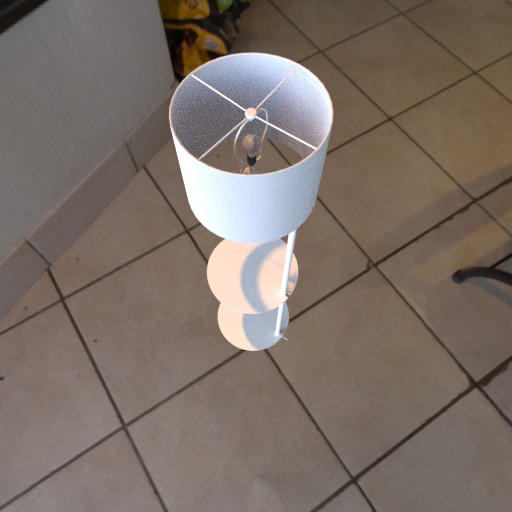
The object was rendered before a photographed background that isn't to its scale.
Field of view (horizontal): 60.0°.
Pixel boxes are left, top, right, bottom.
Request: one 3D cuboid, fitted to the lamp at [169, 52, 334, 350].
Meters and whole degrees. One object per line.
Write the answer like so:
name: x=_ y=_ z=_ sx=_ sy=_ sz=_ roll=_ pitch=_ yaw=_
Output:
lamp: x=0.000 y=0.000 z=1.657 sx=0.405 sy=1.465 sz=0.372 roll=35 pitch=69 yaw=16
